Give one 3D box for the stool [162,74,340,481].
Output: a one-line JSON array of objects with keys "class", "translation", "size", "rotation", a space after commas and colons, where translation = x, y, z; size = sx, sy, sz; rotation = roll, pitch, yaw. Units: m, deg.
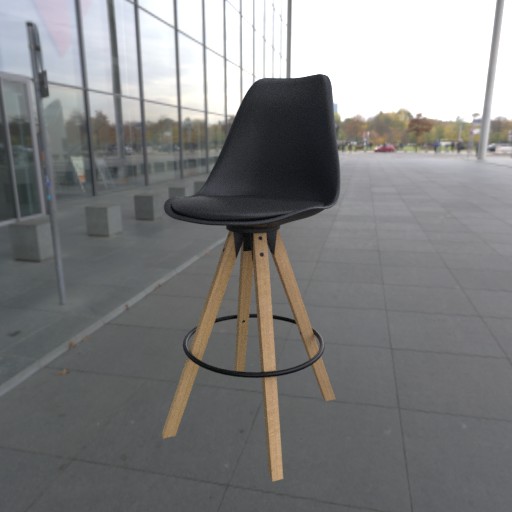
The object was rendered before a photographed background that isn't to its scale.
[{"class": "stool", "translation": [0.000, 0.000, 1.387], "size": [0.485, 1.115, 0.550], "rotation": [8, 16, 27]}]
